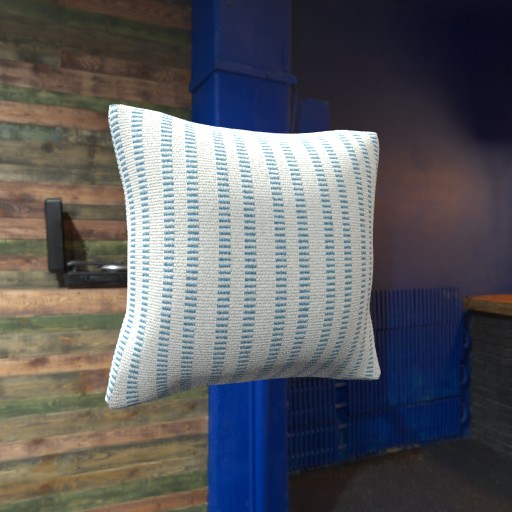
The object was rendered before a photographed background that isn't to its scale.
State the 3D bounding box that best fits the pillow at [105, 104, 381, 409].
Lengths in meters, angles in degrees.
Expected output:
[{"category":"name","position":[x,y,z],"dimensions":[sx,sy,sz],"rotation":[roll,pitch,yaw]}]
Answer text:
[{"category":"pillow","position":[0.000,0.000,0.679],"dimensions":[0.438,0.419,0.247],"rotation":[0,0,-19]}]
